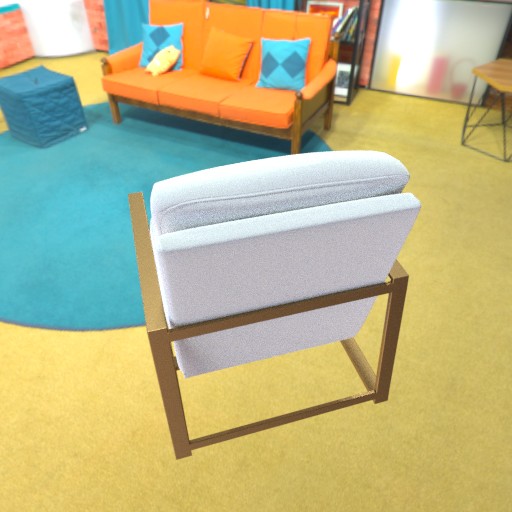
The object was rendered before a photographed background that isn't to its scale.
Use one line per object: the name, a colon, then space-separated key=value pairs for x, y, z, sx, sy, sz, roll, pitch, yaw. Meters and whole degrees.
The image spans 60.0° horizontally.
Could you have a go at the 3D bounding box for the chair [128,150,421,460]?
chair: x=0.000 y=0.000 z=1.575 sx=0.805 sy=0.966 sz=0.813 roll=-11 pitch=42 yaw=-12
